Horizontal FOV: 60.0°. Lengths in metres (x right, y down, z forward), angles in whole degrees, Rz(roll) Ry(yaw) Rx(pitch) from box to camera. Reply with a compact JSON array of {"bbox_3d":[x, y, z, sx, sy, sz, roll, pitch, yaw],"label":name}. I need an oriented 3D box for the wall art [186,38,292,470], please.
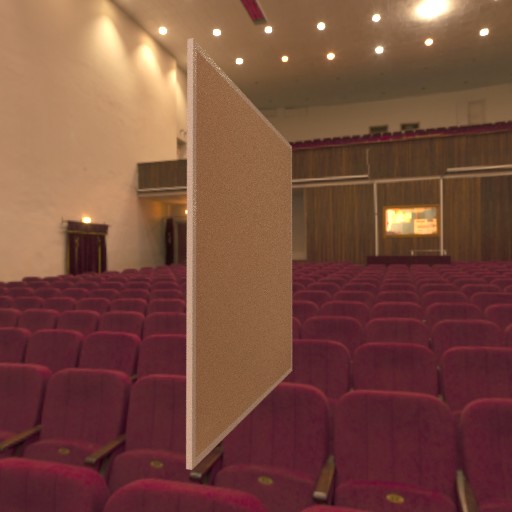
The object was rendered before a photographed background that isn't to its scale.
[{"bbox_3d":[0.000,0.000,1.218,0.012,0.809,0.809,0,-1,18],"label":"wall art"}]
